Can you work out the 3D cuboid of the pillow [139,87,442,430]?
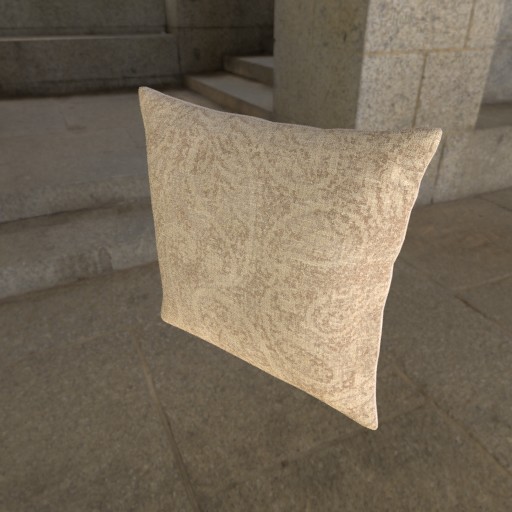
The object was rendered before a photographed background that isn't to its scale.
[{"bbox_3d":[0.000,0.000,0.767,0.523,0.510,0.166,20,35,30],"label":"pillow"}]
